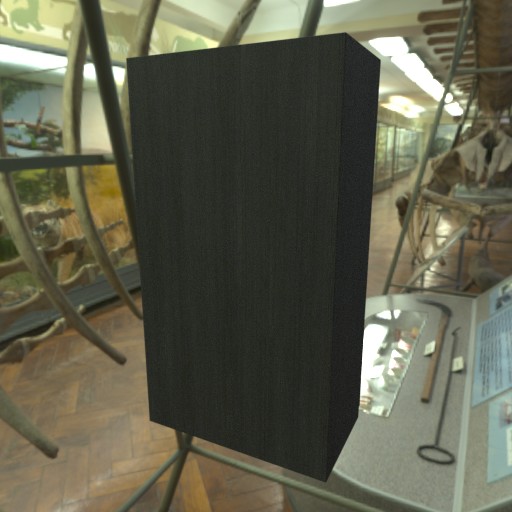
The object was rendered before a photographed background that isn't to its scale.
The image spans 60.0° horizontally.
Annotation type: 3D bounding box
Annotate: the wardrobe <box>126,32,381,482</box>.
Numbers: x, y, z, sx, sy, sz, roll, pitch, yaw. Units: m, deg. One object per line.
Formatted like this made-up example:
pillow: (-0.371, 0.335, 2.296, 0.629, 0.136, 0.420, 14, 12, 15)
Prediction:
wardrobe: (0.000, 0.000, 2.195, 0.991, 1.808, 0.577, 7, 15, 26)
